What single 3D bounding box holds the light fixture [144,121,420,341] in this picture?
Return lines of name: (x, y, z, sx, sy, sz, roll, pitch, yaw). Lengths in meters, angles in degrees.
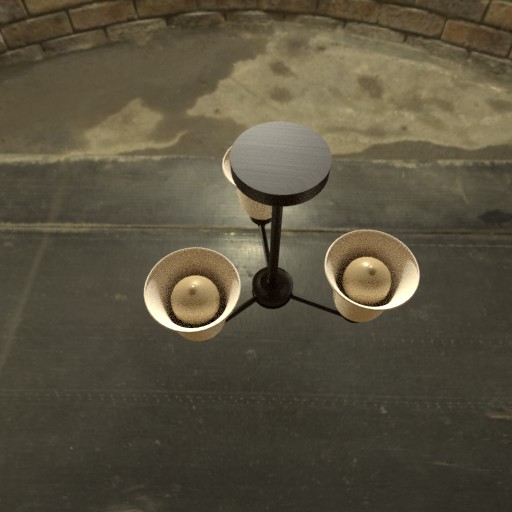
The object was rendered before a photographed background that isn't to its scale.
light fixture: (0.000, 0.000, 0.667, 0.354, 0.370, 0.388, -33, 63, -19)
